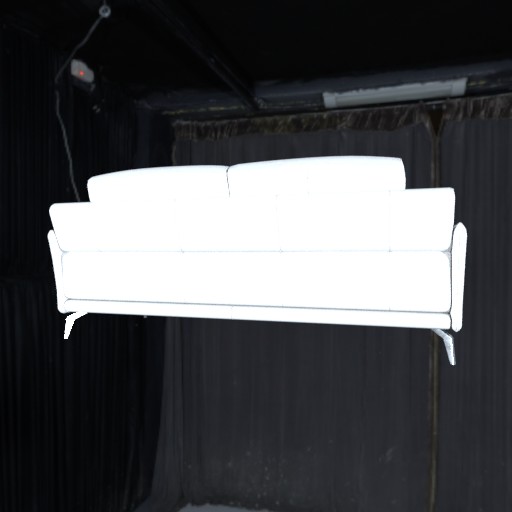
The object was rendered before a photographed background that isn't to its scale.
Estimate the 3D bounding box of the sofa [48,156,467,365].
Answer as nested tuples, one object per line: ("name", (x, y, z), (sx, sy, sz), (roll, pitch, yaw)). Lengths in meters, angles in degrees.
("sofa", (0.000, 0.000, 2.575), (2.101, 0.930, 1.049), (0, 0, 17))
